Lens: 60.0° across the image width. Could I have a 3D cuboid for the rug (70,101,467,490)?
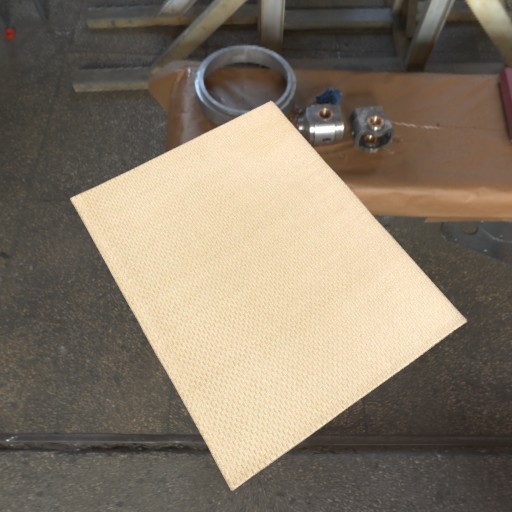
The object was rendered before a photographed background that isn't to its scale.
[{"bbox_3d":[0.000,0.000,3.902,2.277,0.035,2.897,-30,68,-14],"label":"rug"}]
